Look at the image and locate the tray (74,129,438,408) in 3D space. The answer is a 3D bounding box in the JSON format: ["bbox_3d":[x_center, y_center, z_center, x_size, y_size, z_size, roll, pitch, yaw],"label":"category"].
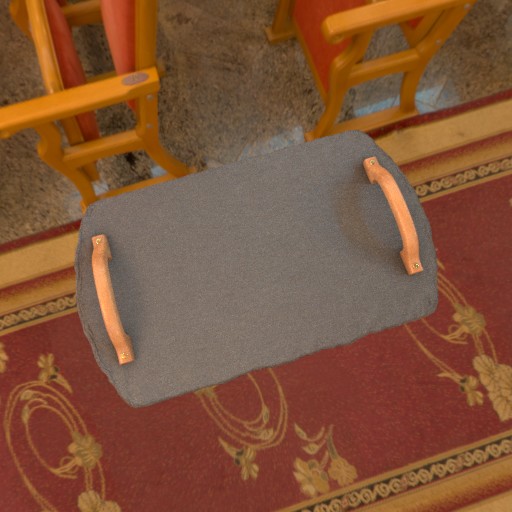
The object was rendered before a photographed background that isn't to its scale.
[{"bbox_3d":[0.000,0.000,0.470,0.387,0.062,0.231,-17,75,-5],"label":"tray"}]
